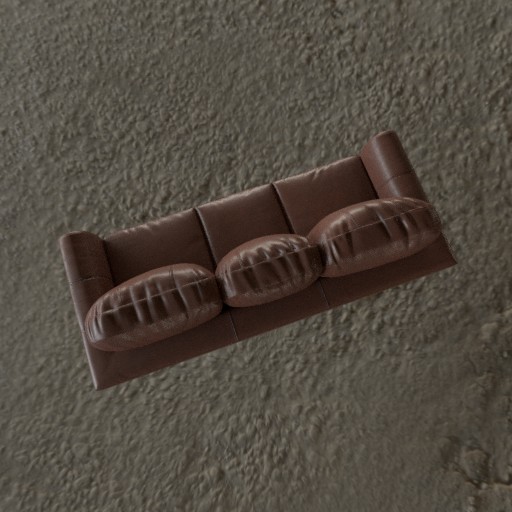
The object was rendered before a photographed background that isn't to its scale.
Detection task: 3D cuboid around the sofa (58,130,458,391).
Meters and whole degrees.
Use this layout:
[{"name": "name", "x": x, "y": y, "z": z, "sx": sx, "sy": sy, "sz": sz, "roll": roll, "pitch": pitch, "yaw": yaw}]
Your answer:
[{"name": "sofa", "x": 0.000, "y": 0.000, "z": 2.334, "sx": 1.862, "sy": 0.915, "sz": 0.802, "roll": -19, "pitch": 76, "yaw": -5}]
